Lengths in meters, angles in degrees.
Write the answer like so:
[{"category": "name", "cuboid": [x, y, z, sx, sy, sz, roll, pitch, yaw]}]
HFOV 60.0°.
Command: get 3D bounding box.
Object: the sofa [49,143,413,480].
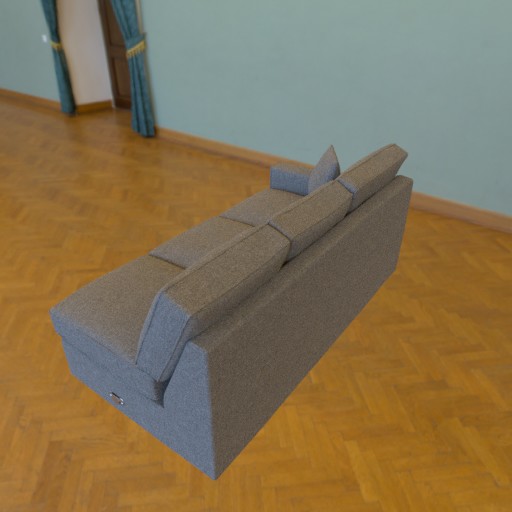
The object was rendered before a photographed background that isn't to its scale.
[{"category": "sofa", "cuboid": [0.000, 0.000, 2.477, 1.034, 0.946, 1.963, 21, 37, 30]}]
